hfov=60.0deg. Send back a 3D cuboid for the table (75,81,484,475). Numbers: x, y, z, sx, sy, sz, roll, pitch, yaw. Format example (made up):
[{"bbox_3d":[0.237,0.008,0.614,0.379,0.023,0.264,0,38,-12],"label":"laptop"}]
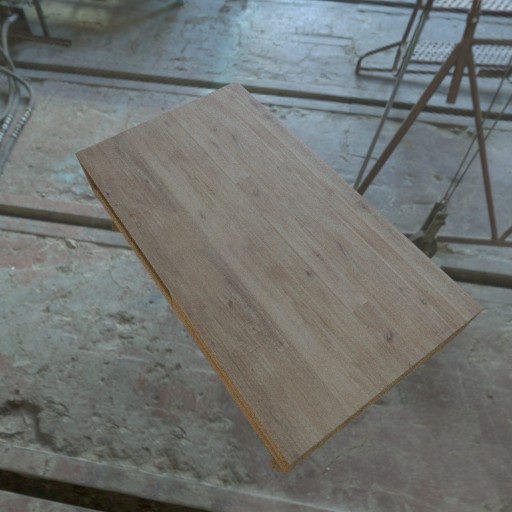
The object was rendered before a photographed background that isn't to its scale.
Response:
[{"bbox_3d":[0.000,0.000,2.065,0.918,0.531,1.619,-31,63,-18],"label":"table"}]
